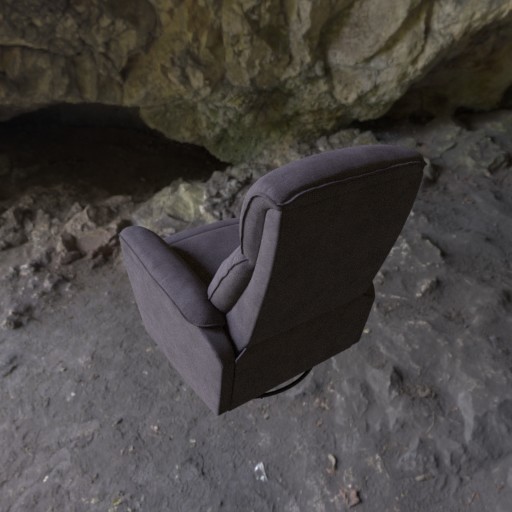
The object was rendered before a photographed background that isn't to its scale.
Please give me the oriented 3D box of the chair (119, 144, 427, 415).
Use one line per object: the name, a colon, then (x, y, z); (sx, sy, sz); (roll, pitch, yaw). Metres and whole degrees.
chair: (0.000, 0.000, 1.749); (0.830, 1.036, 1.009); (-19, 34, -30)
